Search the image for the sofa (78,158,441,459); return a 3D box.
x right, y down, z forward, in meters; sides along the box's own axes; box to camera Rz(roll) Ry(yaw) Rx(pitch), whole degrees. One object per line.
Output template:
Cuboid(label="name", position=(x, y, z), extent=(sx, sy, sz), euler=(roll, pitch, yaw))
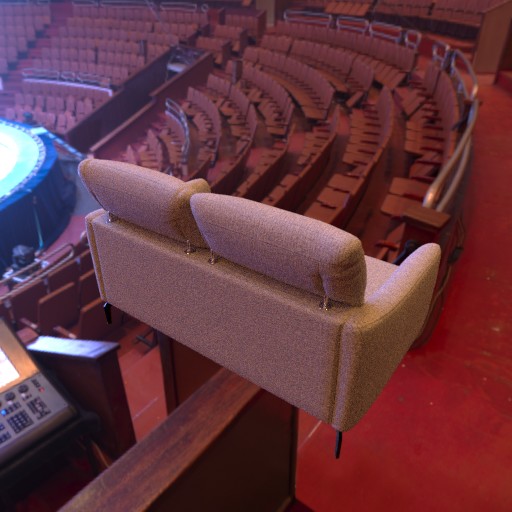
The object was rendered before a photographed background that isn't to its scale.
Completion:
Cuboid(label="sofa", position=(0.000, 0.000, 2.141), extent=(1.540, 0.950, 0.905), euler=(20, 36, 31))
